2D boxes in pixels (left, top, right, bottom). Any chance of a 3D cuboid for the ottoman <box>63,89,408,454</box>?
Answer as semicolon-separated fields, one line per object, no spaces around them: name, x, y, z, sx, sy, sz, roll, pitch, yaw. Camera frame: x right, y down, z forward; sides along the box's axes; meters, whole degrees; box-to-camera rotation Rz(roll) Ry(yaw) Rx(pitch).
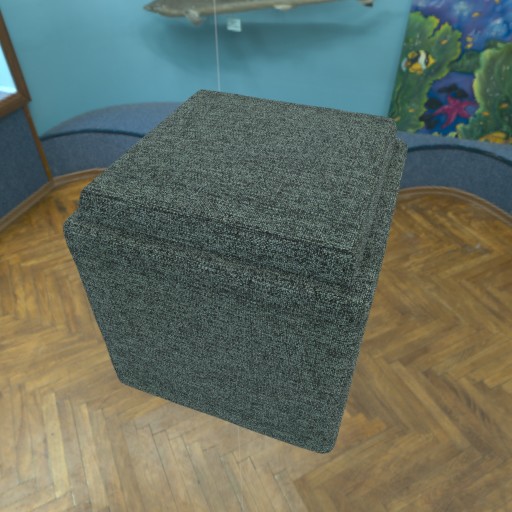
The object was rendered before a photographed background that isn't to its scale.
ottoman;0.000;0.000;0.839;0.450;0.463;0.450;14;44;15
